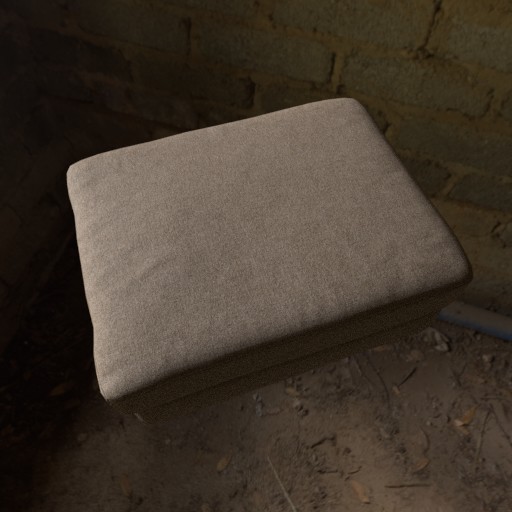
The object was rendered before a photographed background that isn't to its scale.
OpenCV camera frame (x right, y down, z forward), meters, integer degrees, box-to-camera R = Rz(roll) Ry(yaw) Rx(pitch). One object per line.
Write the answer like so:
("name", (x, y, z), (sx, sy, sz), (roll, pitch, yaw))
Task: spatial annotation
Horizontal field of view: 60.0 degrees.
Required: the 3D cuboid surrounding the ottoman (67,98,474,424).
("ottoman", (0.000, 0.000, 1.282), (0.889, 0.511, 0.692), (-16, 60, -10))
